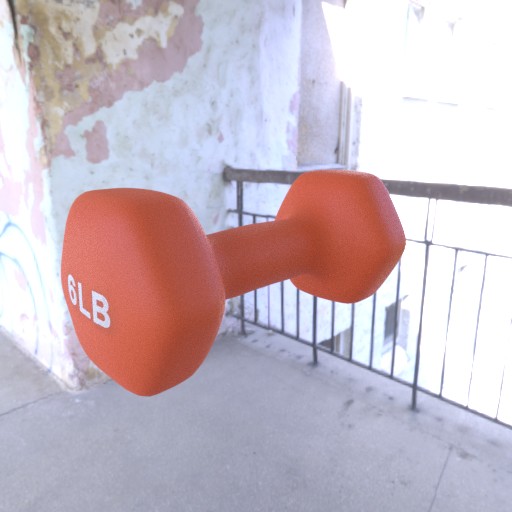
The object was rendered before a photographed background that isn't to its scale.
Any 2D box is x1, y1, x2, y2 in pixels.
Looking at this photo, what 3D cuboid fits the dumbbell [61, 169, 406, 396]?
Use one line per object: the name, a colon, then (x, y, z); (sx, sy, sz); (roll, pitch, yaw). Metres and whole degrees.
dumbbell: (0.000, 0.000, 0.205); (0.162, 0.071, 0.079); (-14, 21, -42)
